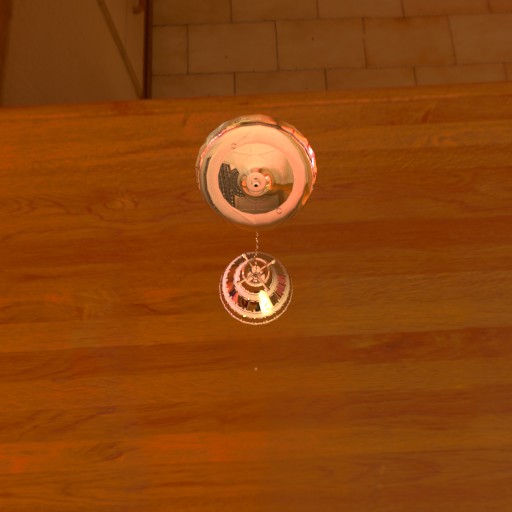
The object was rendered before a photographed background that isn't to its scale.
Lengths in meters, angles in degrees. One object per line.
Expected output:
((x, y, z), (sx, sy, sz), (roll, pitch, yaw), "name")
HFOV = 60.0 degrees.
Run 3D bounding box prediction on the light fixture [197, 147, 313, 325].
((0.000, 0.000, 1.616), (0.374, 1.457, 0.374), (-32, 78, -8), "light fixture")
